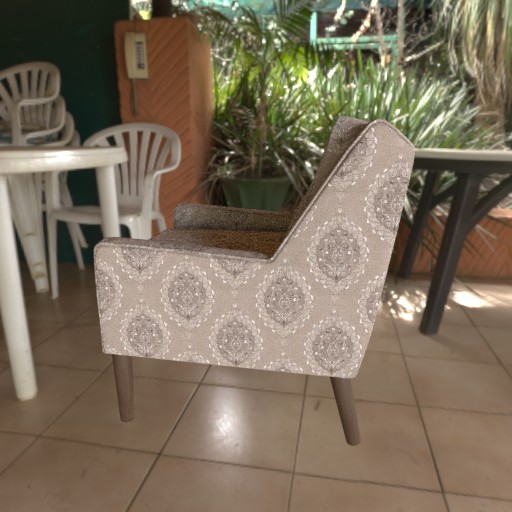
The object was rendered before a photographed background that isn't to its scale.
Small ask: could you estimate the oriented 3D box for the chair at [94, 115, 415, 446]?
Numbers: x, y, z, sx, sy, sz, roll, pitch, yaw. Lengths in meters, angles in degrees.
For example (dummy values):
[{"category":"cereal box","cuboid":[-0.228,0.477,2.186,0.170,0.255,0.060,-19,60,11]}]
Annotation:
[{"category":"chair","cuboid":[0.000,0.000,1.332,0.750,0.797,0.665,2,16,9]}]
